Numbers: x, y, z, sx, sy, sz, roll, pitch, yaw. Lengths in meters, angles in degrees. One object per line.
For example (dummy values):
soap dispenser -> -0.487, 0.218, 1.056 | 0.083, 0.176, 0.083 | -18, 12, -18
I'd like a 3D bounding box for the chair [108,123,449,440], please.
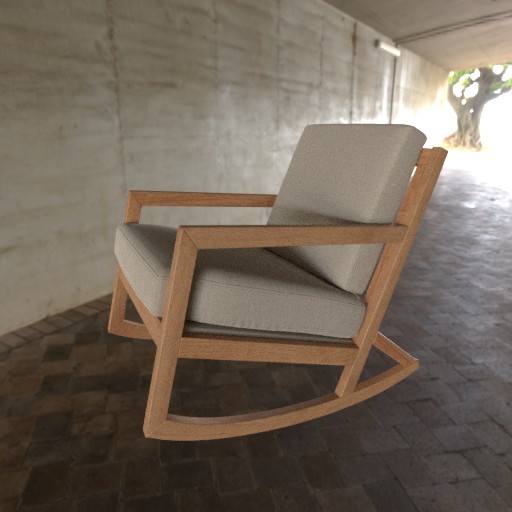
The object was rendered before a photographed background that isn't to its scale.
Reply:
chair -> 0.000, 0.000, 1.379 | 0.857, 0.790, 0.622 | -8, 18, -24
